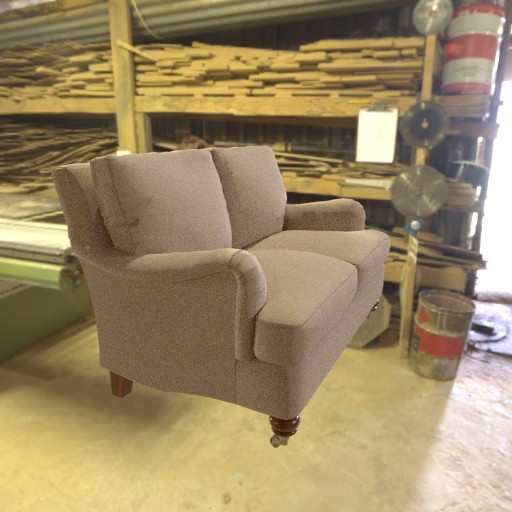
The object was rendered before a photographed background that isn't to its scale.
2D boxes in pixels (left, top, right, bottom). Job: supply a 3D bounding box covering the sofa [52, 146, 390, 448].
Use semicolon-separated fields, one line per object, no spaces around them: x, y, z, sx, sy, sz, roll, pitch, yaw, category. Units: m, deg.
0.000;0.000;2.220;1.087;1.048;1.508;8;17;26;sofa
